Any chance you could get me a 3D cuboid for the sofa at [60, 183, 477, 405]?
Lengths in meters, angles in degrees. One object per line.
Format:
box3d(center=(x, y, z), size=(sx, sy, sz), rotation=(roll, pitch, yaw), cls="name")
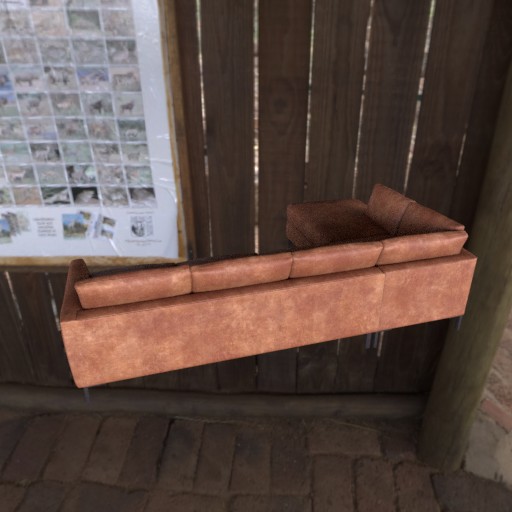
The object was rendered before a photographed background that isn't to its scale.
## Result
box3d(center=(0.000, 0.000, 3.868), size=(2.984, 0.877, 1.938), rotation=(-7, 26, -15), cls="sofa")
